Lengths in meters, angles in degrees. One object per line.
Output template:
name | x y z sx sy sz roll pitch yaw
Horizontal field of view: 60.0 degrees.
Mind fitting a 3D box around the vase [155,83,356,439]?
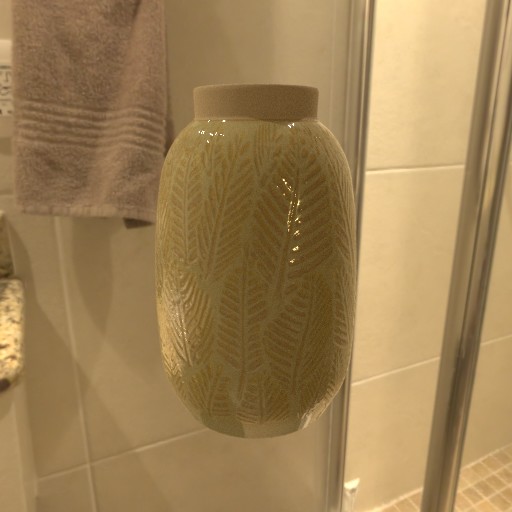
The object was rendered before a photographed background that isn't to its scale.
vase | 0.000 0.000 0.382 0.172 0.270 0.172 0 16 0
